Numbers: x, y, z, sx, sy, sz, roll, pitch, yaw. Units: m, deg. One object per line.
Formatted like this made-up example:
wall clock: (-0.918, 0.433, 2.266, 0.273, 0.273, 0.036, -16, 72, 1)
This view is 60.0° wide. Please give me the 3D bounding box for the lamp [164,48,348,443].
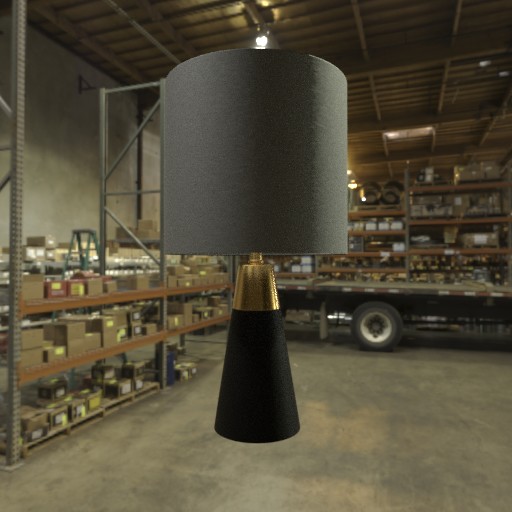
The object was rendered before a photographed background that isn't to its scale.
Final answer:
lamp: (0.000, 0.000, 0.760, 0.308, 0.580, 0.308, 0, -1, 19)
